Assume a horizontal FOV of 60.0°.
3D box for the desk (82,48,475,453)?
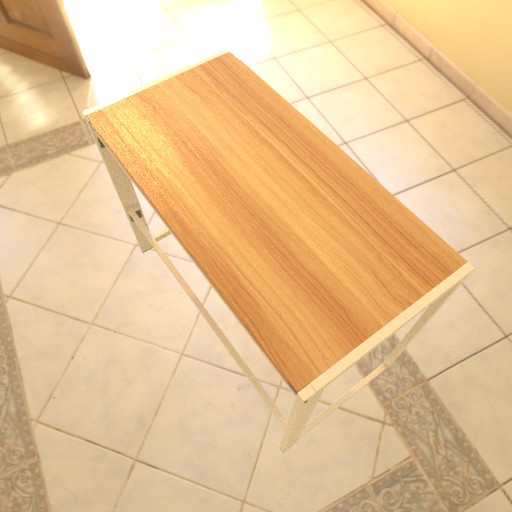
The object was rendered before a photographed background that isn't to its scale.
[{"bbox_3d":[0.000,0.000,1.476,0.508,0.762,1.016,-32,64,-18],"label":"desk"}]
